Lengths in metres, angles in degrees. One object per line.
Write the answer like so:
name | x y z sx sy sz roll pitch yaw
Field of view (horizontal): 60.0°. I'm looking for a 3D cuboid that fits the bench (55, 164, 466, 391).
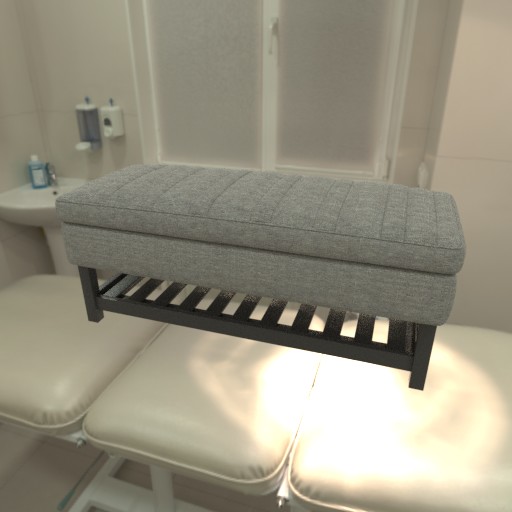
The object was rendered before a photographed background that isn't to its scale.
bench | 0.000 0.000 1.358 1.100 0.470 0.429 8 27 16
